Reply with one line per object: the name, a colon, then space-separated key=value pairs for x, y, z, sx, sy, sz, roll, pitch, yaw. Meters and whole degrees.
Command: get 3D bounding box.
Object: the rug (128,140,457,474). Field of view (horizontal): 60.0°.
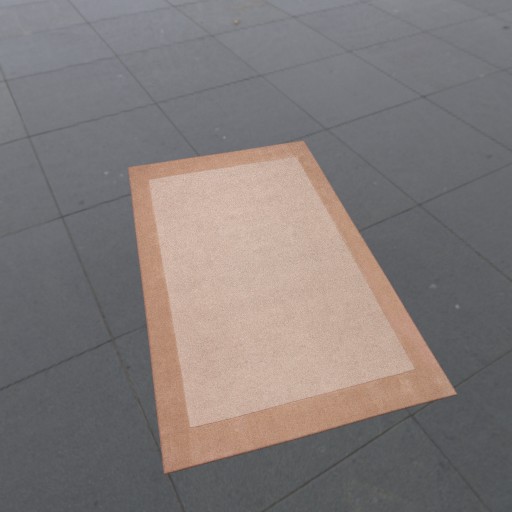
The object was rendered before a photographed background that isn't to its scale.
rug: x=0.000 y=0.000 z=2.972 sx=1.524 sy=0.014 sz=2.438 roll=-11 pitch=48 yaw=-10
